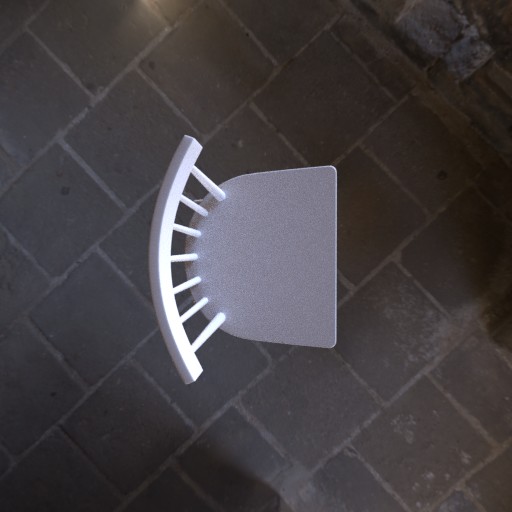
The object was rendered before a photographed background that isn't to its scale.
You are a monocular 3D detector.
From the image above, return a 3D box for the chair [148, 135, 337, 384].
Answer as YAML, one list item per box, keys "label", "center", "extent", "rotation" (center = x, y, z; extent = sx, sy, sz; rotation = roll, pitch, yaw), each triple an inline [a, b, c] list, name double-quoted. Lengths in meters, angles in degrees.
- label: "chair"
  center: [0.000, 0.000, 1.379]
  extent: [0.572, 1.092, 0.483]
  rotation: [0, 91, 1]
